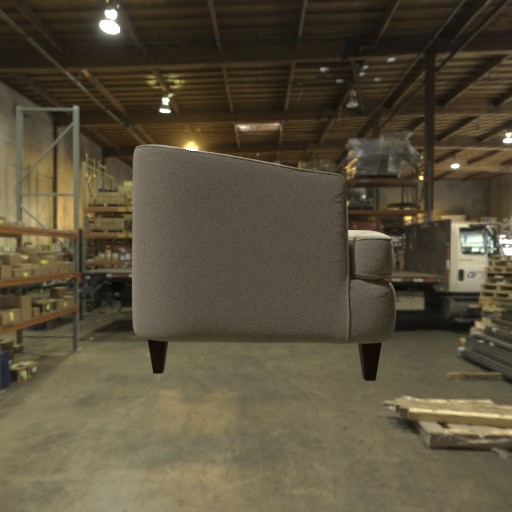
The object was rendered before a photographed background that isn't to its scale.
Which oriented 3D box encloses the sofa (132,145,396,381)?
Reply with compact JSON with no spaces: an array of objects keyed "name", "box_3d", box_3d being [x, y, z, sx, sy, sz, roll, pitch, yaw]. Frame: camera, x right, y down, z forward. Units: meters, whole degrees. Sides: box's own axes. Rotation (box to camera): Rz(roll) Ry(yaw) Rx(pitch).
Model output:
[{"name":"sofa","box_3d":[0.000,0.000,2.246,0.941,0.855,1.733,0,1,0]}]
